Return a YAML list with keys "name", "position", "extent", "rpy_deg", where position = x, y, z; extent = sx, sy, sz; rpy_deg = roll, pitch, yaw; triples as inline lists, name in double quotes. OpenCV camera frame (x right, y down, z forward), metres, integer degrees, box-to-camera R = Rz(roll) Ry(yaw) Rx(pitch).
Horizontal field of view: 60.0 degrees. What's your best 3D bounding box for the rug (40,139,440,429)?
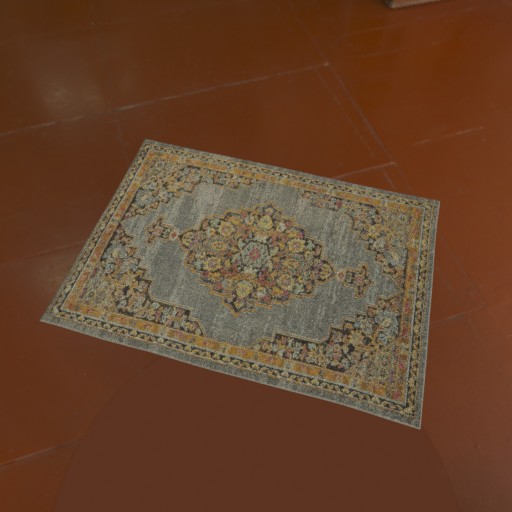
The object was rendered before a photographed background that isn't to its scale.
- name: "rug"
  position: [0.000, 0.000, 3.932]
  extent: [3.063, 0.024, 2.158]
  rpy_deg: [14, 60, 8]
